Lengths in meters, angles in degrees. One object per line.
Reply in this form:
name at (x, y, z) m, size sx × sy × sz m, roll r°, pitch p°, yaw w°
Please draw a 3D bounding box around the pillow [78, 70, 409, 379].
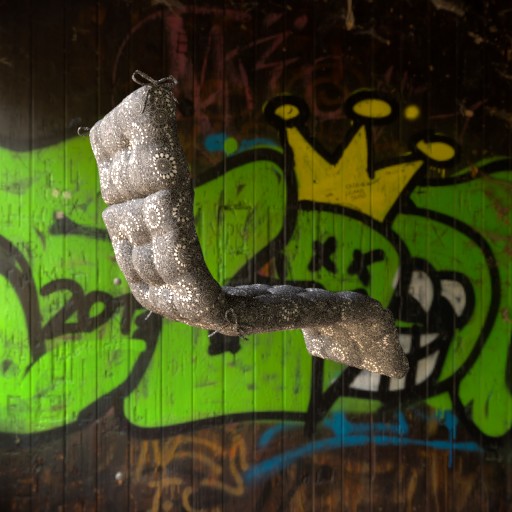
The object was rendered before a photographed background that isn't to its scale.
pillow at (0.000, 0.000, 1.476) m, size 1.016 × 0.863 × 0.526 m, roll 0°, pitch 0°, yaw -35°
